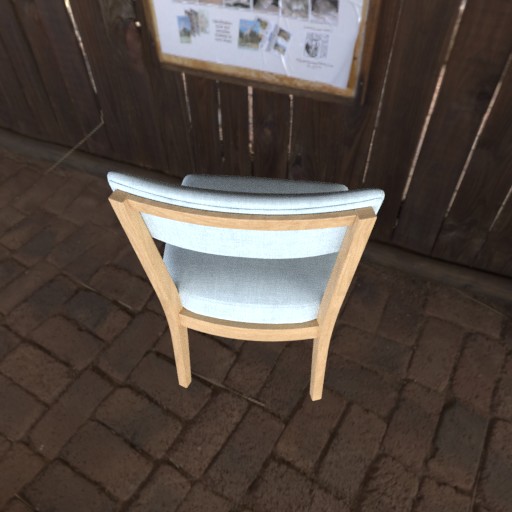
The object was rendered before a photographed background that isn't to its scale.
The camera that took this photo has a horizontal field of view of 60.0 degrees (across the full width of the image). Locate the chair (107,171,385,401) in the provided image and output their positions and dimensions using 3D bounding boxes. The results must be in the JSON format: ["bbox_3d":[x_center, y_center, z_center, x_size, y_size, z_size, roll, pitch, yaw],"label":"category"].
[{"bbox_3d":[0.000,0.000,1.205,0.508,0.832,0.572,4,47,4],"label":"chair"}]
